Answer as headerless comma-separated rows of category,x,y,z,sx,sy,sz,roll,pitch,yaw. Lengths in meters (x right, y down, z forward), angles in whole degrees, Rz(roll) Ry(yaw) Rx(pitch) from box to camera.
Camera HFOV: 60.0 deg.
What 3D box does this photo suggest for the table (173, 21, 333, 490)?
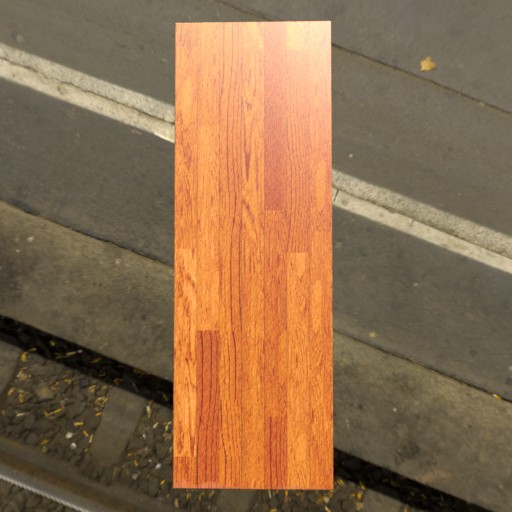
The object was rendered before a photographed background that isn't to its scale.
table,0.000,0.000,1.509,0.408,0.740,1.204,0,89,1
